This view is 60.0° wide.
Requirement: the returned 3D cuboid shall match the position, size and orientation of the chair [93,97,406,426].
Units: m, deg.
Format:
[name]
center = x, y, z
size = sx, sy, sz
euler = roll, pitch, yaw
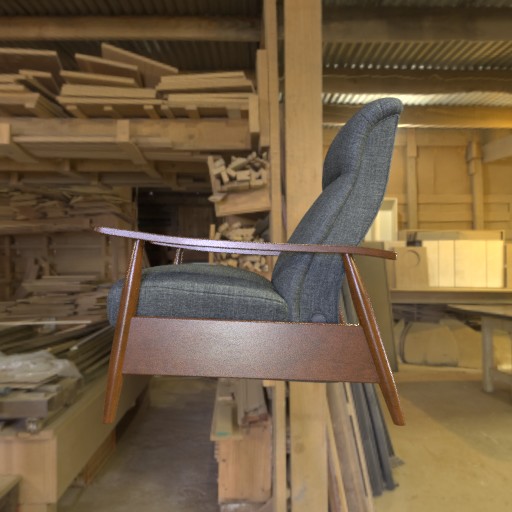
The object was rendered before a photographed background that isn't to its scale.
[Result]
[chair]
center = 0.000, 0.000, 1.778
size = 1.030, 1.082, 0.762
euler = 0, -1, 1
